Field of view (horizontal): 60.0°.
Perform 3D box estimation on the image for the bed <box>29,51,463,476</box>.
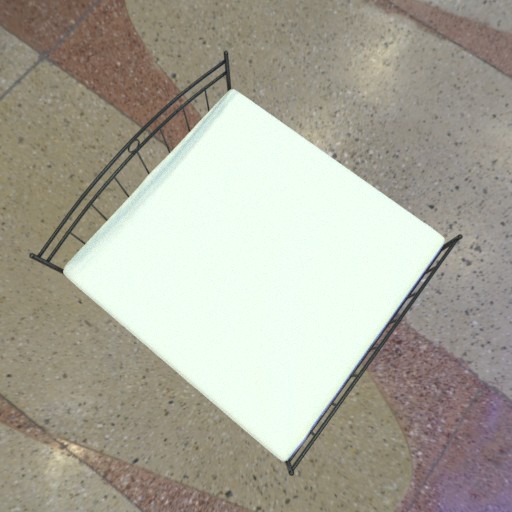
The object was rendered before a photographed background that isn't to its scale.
[{"bbox_3d":[0.000,0.000,3.076,2.040,0.940,1.880,38,79,9],"label":"bed"}]
